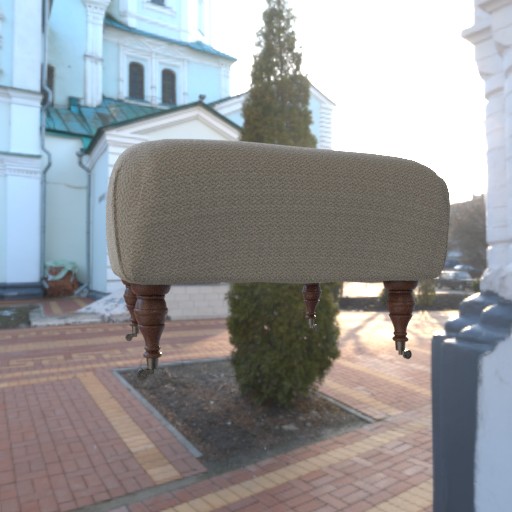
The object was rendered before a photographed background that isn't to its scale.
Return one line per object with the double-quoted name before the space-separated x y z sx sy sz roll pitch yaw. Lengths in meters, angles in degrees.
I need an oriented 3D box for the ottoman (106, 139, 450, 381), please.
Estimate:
"ottoman" 0.000 0.000 1.065 0.684 0.447 0.622 0 -1 -19
